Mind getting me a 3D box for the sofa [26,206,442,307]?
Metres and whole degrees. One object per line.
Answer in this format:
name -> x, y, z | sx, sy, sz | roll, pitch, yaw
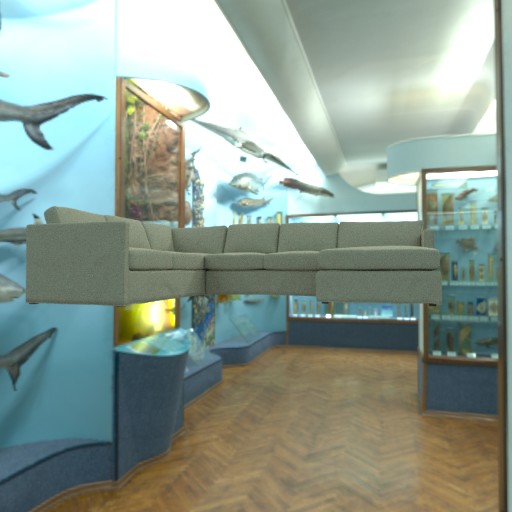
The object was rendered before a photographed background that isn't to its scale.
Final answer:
sofa -> 0.000, 0.000, 4.474 | 3.460, 0.882, 2.427 | -1, -2, 18
